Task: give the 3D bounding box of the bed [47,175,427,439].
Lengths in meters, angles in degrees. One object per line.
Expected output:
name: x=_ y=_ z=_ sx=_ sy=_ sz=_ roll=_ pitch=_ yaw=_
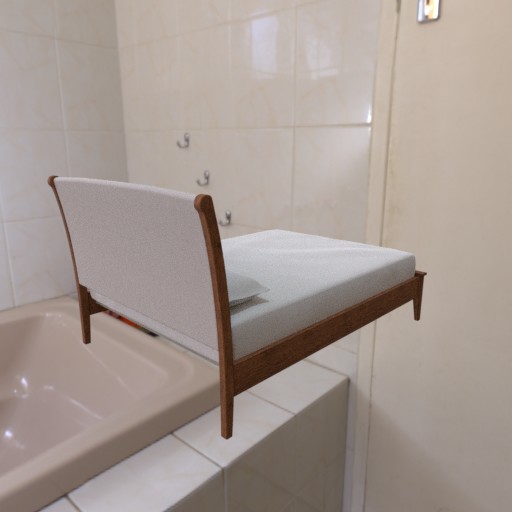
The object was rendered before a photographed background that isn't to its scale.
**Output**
bed: x=0.000 y=0.000 z=3.034 sx=1.502 sy=1.135 sz=2.108 roll=14 pitch=20 yaw=43
